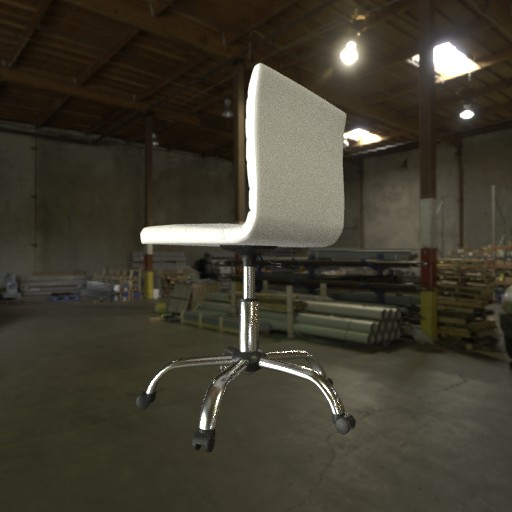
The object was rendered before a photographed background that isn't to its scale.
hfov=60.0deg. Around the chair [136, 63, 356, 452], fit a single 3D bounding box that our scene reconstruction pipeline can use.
[{"bbox_3d":[0.000,0.000,1.129,0.530,0.780,0.556,0,0,37],"label":"chair"}]
